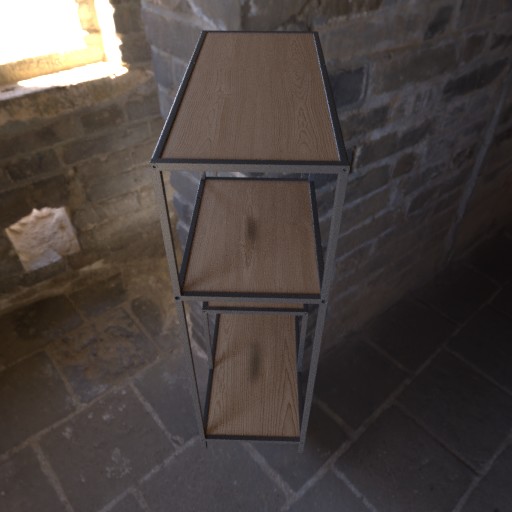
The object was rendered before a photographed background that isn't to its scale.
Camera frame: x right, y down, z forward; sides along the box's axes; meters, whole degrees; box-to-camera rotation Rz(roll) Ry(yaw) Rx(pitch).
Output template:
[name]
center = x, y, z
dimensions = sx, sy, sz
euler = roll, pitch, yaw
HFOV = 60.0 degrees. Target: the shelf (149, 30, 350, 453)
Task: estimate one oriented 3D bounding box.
[shelf]
center = 0.000, 0.000, 1.439
dimensions = 0.350, 1.138, 0.770
euler = 1, 43, 1
